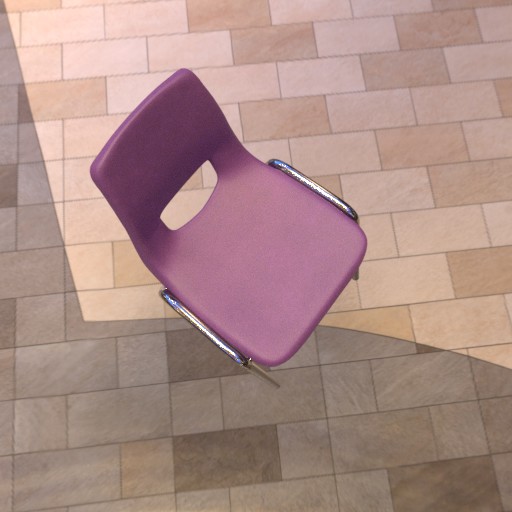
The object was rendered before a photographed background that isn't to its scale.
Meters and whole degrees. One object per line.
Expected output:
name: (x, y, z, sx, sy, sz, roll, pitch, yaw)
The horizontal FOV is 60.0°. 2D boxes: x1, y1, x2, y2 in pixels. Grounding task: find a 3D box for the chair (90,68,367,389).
chair: (0.000, 0.000, 0.902, 0.432, 0.654, 0.381, 37, 79, 8)
